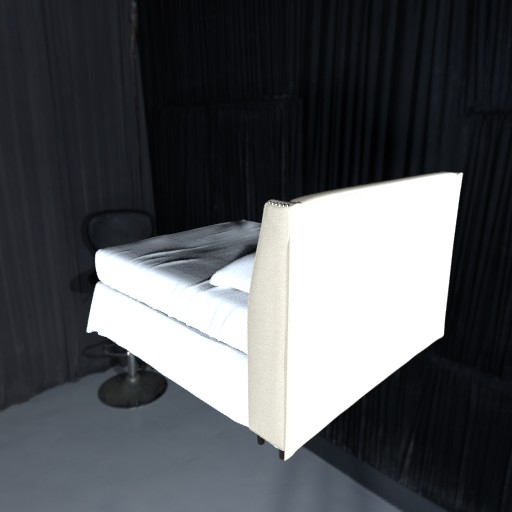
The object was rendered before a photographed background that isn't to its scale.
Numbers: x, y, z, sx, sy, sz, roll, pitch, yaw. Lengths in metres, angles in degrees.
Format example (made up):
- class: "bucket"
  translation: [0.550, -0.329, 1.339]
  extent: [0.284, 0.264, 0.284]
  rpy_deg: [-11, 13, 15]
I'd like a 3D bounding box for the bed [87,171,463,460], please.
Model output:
- class: "bed"
  translation: [0.000, 0.000, 3.418]
  extent: [2.276, 1.332, 1.925]
  rpy_deg: [15, 22, 42]
